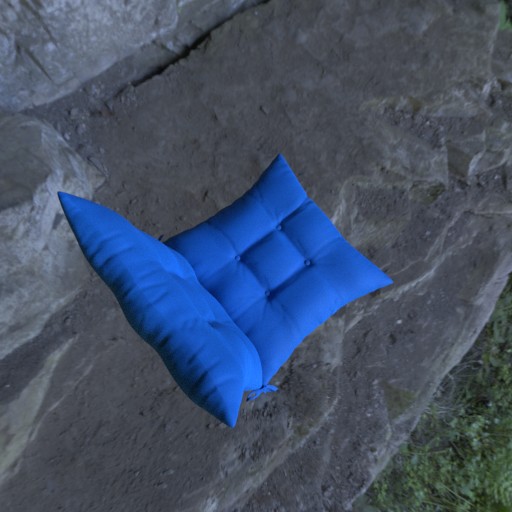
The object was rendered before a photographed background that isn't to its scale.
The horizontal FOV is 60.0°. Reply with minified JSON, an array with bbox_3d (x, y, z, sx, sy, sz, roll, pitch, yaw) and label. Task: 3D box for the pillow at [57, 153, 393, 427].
[{"bbox_3d":[0.000,0.000,1.025,0.585,0.536,0.541,-37,78,-10],"label":"pillow"}]
